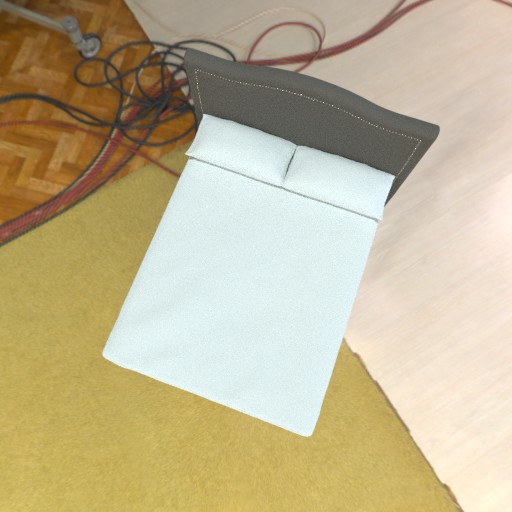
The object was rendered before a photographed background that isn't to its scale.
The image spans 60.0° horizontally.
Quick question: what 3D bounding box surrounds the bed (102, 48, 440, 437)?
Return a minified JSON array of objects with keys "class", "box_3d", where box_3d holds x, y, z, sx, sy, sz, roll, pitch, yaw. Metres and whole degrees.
[{"class":"bed","box_3d":[0.000,0.000,3.089,1.666,1.387,2.036,19,76,5]}]
